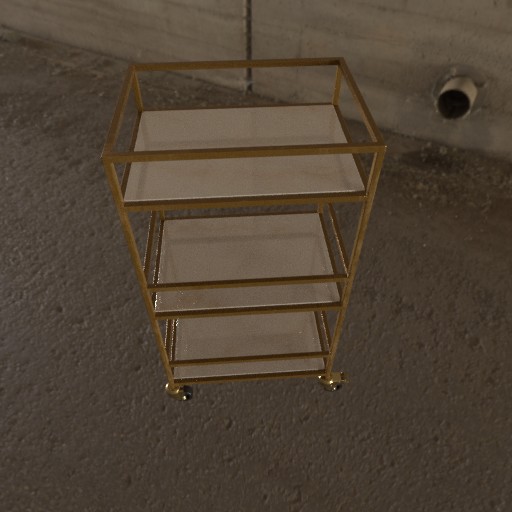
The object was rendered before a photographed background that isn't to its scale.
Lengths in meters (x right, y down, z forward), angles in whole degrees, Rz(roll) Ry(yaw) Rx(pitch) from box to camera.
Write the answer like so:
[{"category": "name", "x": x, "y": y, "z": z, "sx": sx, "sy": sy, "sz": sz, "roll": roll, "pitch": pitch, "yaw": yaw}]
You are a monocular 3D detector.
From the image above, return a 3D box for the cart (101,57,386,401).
[{"category": "cart", "x": 0.000, "y": 0.000, "z": 1.010, "sx": 0.483, "sy": 0.761, "sz": 0.332, "roll": -3, "pitch": 47, "yaw": -3}]
